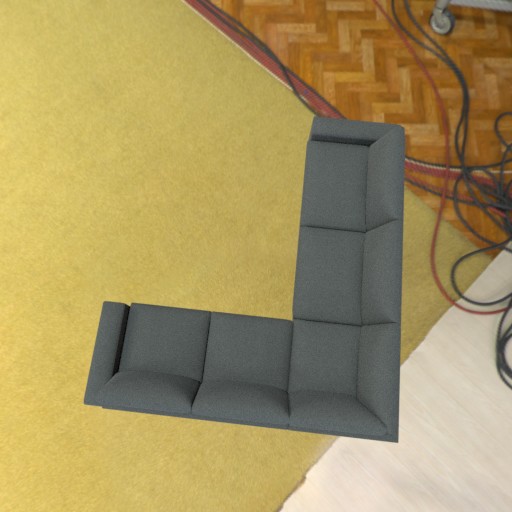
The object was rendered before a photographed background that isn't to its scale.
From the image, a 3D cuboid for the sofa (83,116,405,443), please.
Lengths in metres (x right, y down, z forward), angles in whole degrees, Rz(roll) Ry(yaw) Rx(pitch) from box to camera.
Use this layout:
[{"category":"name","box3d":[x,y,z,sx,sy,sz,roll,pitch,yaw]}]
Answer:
[{"category":"sofa","box3d":[0.000,0.000,4.640,2.895,0.965,3.277,6,75,2]}]
